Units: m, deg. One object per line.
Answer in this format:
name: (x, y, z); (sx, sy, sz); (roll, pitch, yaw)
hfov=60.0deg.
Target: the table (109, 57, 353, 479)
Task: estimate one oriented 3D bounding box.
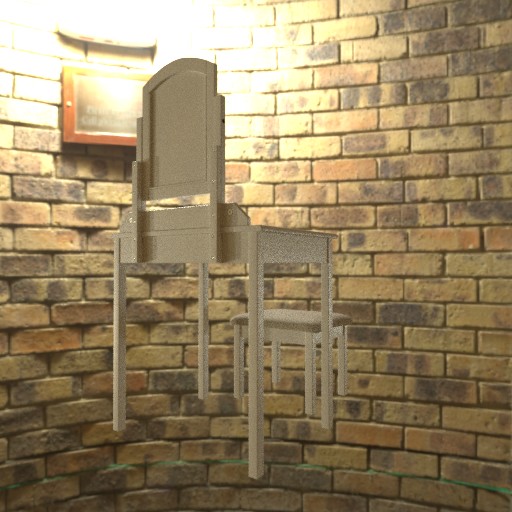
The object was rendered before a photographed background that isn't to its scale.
table: (0.000, 0.000, 2.315); (0.876, 1.631, 1.211); (-1, -1, 35)
